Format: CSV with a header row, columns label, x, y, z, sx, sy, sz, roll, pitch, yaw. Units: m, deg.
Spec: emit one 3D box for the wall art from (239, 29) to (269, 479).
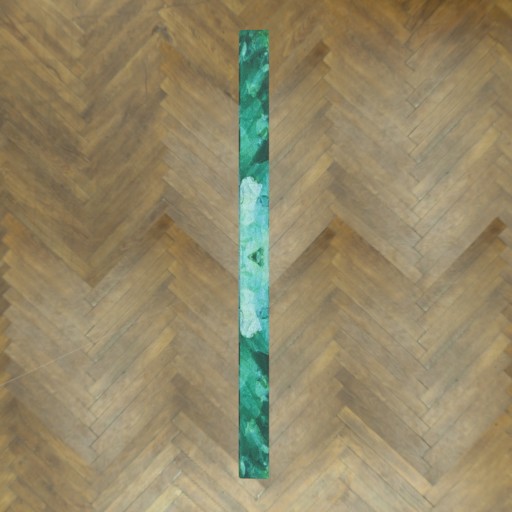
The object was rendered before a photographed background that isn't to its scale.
label,x,y,z,sx,sy,sz,roll,pitch,yaw
wall art,0.000,0.000,0.750,0.038,0.508,0.507,0,89,1
